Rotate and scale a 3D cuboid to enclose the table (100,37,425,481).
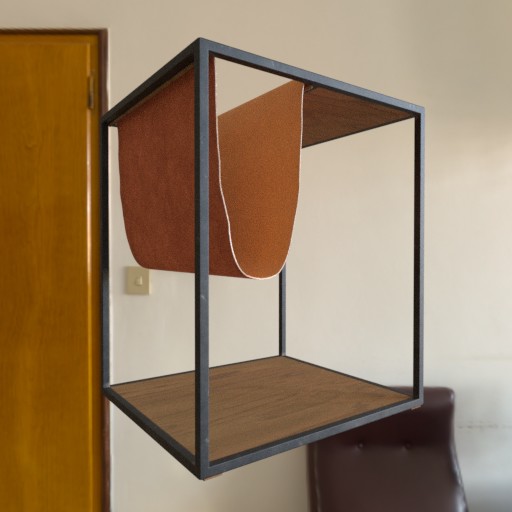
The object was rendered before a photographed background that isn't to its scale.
[{"bbox_3d":[0.000,0.000,0.820,0.450,0.536,0.399,-1,1,-36],"label":"table"}]
